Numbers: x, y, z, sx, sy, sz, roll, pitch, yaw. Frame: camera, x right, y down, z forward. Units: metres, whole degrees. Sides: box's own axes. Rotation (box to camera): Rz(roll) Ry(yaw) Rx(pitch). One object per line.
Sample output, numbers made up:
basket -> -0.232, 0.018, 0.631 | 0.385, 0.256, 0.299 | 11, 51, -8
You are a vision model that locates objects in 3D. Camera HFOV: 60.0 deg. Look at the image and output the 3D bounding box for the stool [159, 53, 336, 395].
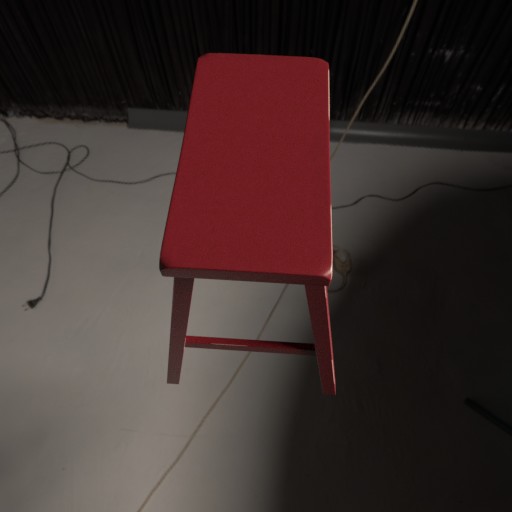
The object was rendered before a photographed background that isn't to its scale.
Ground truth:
stool -> 0.000, 0.000, 1.033 | 0.476, 0.737, 0.457 | 3, 62, 2
